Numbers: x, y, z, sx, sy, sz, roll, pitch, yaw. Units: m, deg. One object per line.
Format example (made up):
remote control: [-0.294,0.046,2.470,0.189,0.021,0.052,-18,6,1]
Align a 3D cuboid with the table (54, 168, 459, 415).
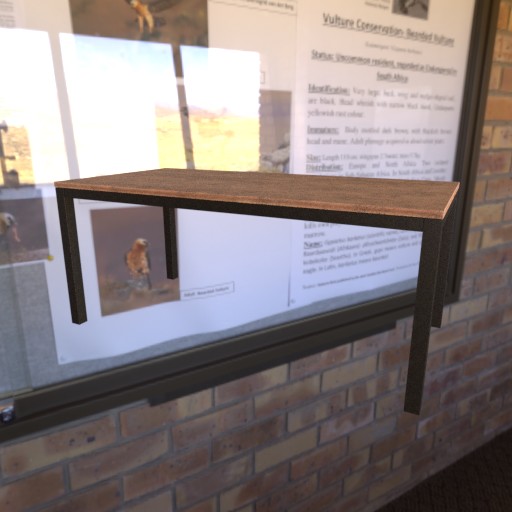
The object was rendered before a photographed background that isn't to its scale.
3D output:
table: [0.000,0.000,2.307,1.805,0.767,0.893,8,18,26]
